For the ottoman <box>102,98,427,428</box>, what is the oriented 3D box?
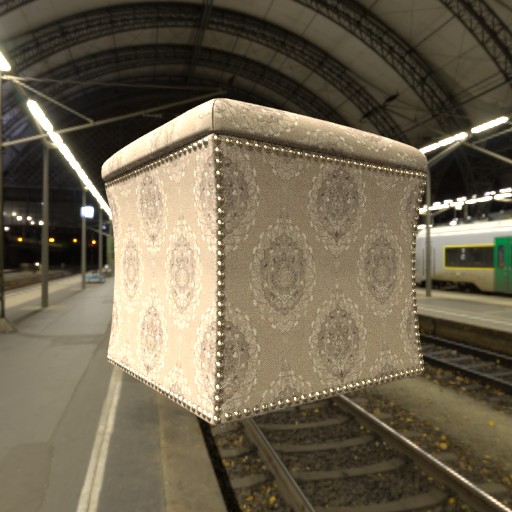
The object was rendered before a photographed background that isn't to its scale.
[{"bbox_3d":[0.000,0.000,0.913,0.507,0.473,0.497,0,0,-35],"label":"ottoman"}]
